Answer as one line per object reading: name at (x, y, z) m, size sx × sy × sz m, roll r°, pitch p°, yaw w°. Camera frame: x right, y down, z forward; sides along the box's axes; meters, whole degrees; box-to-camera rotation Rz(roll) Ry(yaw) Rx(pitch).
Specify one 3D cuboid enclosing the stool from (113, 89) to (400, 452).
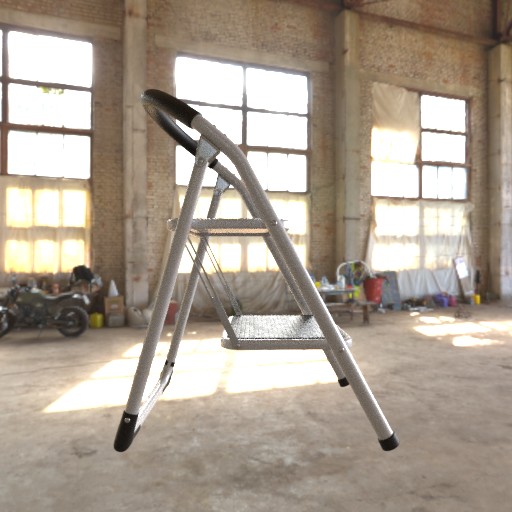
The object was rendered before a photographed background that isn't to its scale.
stool at (0.000, 0.000, 1.075) m, size 0.559 × 0.760 × 0.453 m, roll 0°, pitch 0°, yaw 0°
